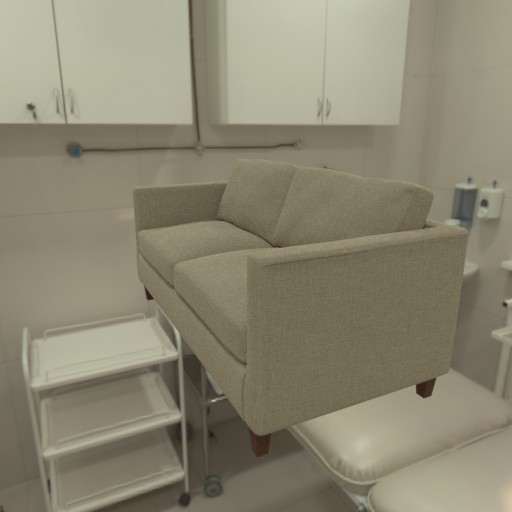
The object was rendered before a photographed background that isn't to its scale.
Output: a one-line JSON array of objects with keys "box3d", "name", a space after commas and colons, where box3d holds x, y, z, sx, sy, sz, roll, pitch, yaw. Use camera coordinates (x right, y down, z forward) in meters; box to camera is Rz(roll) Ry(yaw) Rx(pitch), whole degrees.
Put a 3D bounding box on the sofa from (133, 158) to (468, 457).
[{"box3d": [0.000, 0.000, 2.385, 0.951, 0.947, 1.884, -8, 18, -25], "name": "sofa"}]
